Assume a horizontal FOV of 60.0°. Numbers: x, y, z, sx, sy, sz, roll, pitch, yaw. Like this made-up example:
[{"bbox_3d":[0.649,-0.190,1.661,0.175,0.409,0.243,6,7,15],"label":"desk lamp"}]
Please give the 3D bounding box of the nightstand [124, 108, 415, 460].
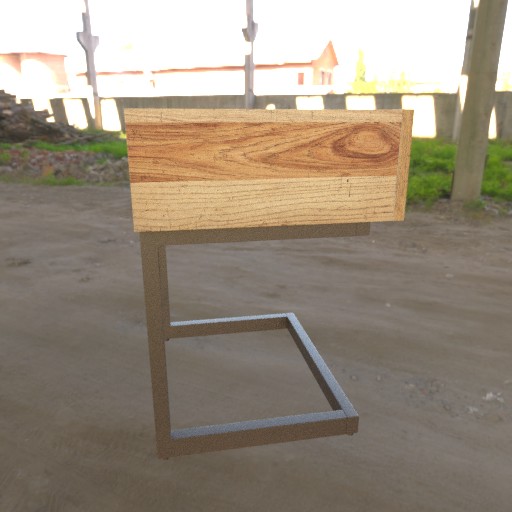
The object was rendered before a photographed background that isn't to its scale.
[{"bbox_3d":[0.000,0.000,1.017,0.481,0.632,0.558,-3,18,-10],"label":"nightstand"}]
